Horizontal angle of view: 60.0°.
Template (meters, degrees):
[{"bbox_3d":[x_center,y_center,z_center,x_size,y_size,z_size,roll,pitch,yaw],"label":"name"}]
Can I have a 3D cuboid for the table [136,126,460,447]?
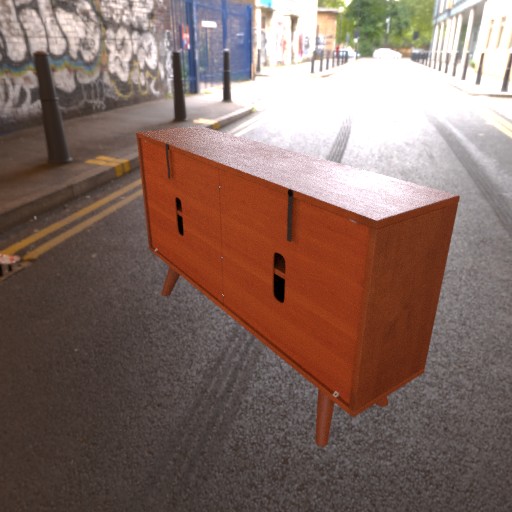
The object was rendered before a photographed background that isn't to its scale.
[{"bbox_3d":[0.000,0.000,1.532,0.308,0.698,1.220,-17,30,-32],"label":"table"}]
